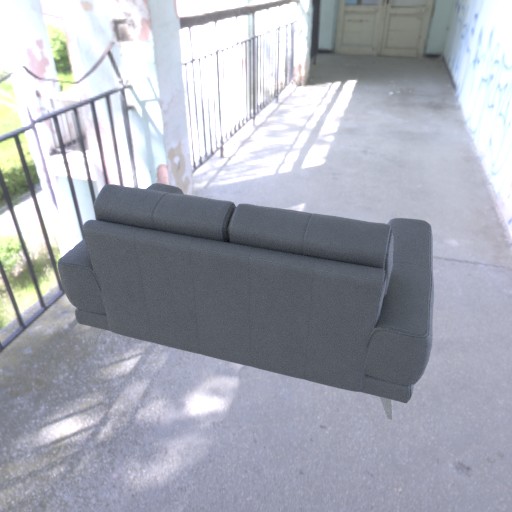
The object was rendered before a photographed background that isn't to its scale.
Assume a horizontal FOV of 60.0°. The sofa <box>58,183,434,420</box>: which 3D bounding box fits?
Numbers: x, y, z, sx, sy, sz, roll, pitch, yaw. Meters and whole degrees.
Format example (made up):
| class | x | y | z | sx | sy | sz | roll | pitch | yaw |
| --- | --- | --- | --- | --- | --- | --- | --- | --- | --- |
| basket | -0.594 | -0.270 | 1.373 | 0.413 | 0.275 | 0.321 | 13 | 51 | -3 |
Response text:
| class | x | y | z | sx | sy | sz | roll | pitch | yaw |
| --- | --- | --- | --- | --- | --- | --- | --- | --- | --- |
| sofa | 0.000 | 0.000 | 2.392 | 1.806 | 0.907 | 1.018 | 10 | 34 | 15 |
